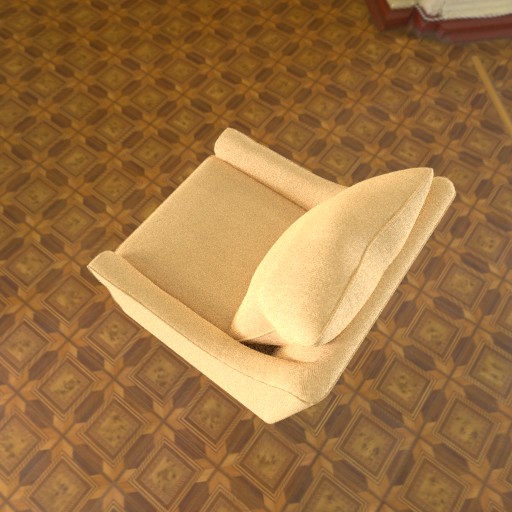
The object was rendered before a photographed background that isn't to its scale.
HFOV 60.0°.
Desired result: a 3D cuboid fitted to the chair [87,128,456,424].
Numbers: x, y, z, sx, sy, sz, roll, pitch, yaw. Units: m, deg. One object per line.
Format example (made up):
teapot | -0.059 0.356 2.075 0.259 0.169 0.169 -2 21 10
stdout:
chair | 0.000 0.000 1.528 0.876 0.927 0.760 33 68 16
